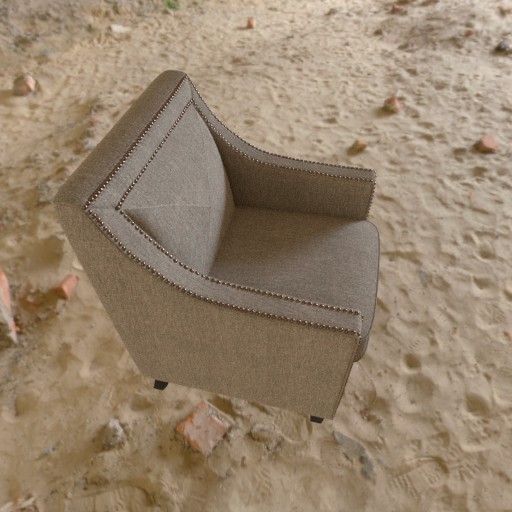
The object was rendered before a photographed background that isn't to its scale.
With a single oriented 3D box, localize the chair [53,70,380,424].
[{"bbox_3d":[0.000,0.000,1.611,0.884,0.967,0.776,10,48,9],"label":"chair"}]
